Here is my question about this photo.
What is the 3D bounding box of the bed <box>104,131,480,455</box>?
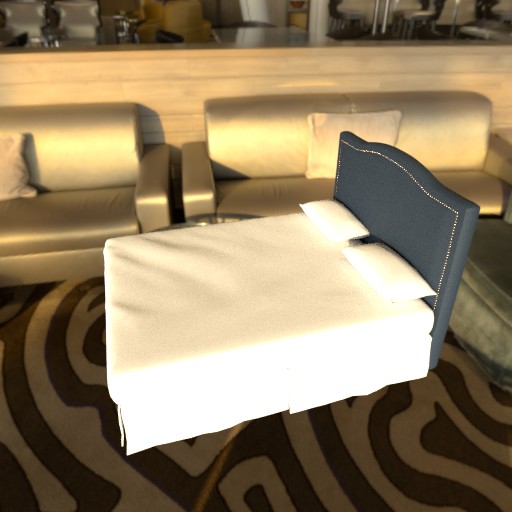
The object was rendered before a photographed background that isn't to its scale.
[{"bbox_3d":[0.000,0.000,3.353,2.282,1.436,1.821,-9,32,-14],"label":"bed"}]
